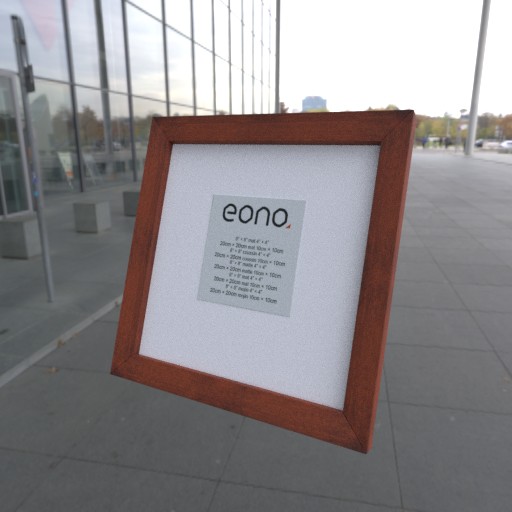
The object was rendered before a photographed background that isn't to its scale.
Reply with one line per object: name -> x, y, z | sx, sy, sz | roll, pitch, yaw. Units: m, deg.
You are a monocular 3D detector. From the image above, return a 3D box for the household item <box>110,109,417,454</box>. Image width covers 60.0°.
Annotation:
household item -> 0.000, 0.000, 0.389 | 0.240, 0.240, 0.131 | 7, 16, 26
